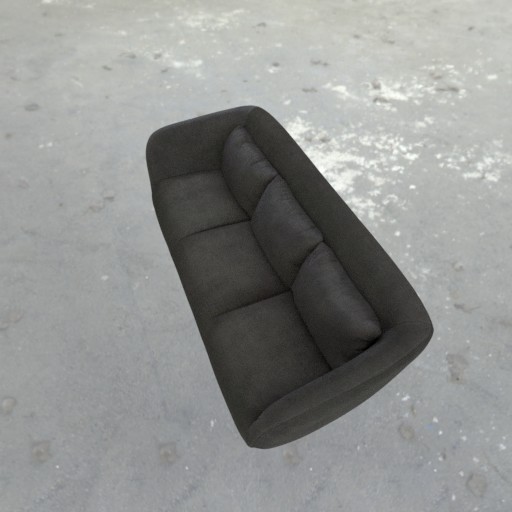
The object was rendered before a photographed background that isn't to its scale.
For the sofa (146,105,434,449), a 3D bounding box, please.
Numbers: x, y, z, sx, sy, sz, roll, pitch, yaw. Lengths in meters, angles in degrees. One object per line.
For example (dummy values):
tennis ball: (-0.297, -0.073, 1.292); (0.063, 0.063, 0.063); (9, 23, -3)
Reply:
sofa: (0.000, 0.000, 2.757); (0.956, 0.875, 2.296); (-17, 50, -15)
